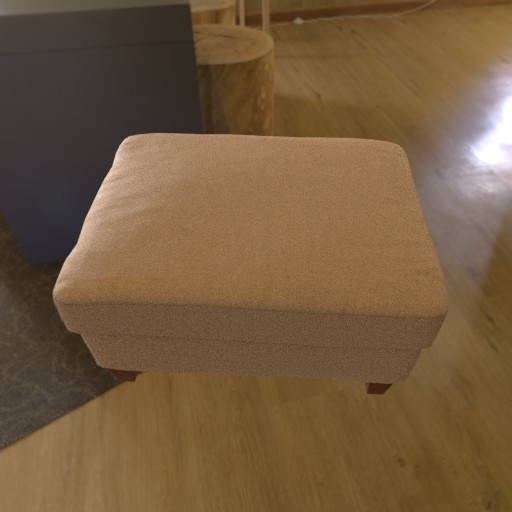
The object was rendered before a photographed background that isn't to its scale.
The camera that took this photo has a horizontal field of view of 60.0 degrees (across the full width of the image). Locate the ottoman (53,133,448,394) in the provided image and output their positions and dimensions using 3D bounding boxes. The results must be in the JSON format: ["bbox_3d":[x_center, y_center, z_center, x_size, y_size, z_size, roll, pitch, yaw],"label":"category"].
[{"bbox_3d":[0.000,0.000,1.334,0.902,0.511,0.692,2,47,2],"label":"ottoman"}]
